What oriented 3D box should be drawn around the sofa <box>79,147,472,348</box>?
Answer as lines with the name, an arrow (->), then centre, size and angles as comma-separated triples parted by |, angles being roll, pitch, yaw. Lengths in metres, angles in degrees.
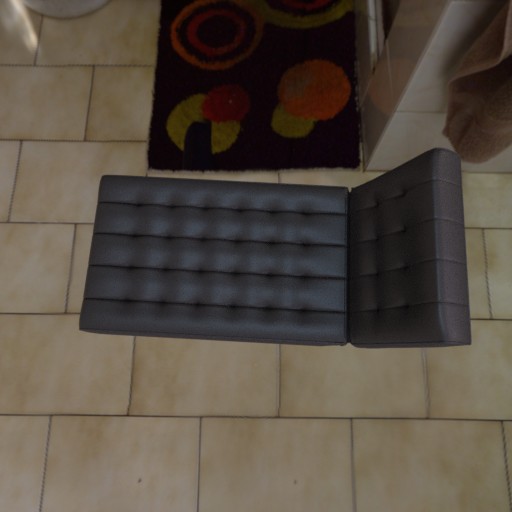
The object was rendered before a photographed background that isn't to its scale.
sofa -> 0.000, 0.000, 1.995 | 1.560, 0.820, 0.760 | 3, 76, 1
